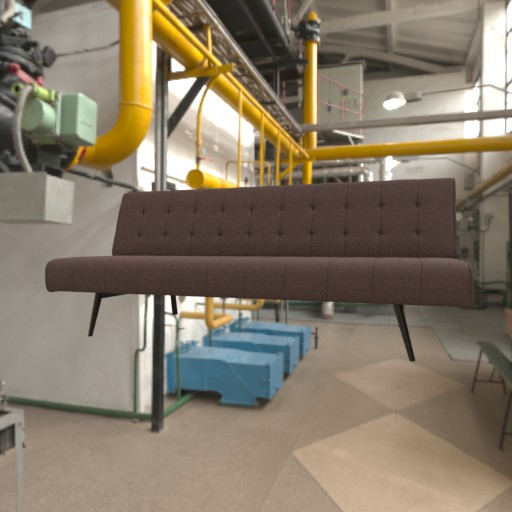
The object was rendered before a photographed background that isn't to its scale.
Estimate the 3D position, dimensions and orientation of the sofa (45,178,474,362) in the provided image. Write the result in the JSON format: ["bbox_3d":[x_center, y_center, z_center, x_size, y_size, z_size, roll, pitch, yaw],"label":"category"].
[{"bbox_3d":[0.000,0.000,2.022,1.703,0.699,0.747,0,1,19],"label":"sofa"}]
